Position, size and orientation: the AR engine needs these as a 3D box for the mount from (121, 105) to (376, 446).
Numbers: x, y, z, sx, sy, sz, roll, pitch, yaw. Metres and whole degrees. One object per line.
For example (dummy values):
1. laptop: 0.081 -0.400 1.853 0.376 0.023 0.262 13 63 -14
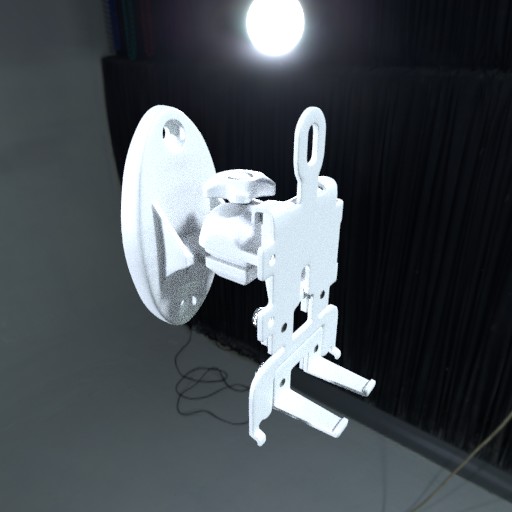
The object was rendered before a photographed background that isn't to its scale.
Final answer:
1. mount: 0.000 0.000 0.178 0.100 0.118 0.066 18 31 32
